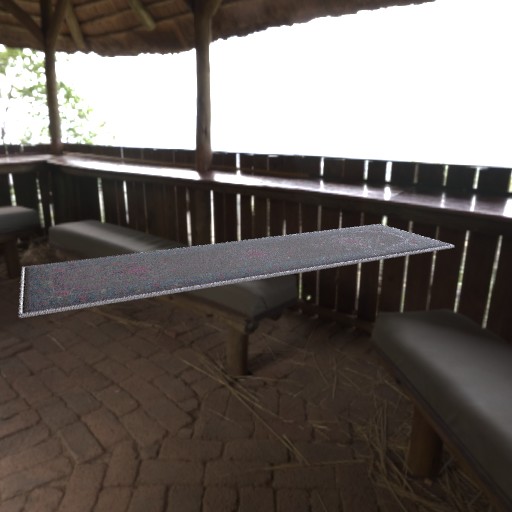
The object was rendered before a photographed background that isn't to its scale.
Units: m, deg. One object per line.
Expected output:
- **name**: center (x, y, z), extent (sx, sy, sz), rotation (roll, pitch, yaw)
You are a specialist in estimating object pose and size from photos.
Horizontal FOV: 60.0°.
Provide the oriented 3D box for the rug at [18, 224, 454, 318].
- **rug**: center (0.000, 0.000, 2.421), extent (2.297, 0.019, 0.659), rotation (-8, 18, -25)
